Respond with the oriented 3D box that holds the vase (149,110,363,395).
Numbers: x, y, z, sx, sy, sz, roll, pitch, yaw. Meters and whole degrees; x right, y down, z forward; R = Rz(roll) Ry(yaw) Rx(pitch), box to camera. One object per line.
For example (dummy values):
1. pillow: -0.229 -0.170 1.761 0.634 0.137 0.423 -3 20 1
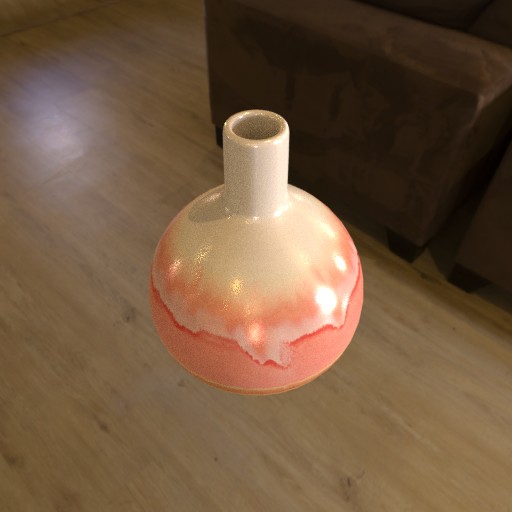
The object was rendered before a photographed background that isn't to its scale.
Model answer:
1. vase: 0.000 0.000 0.267 0.137 0.176 0.137 0 47 0
